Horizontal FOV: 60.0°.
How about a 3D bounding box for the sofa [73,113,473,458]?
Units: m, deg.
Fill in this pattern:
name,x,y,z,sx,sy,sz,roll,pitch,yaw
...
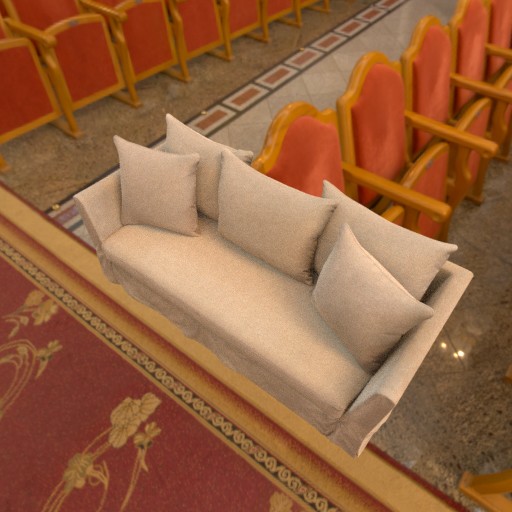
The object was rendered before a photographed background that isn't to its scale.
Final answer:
name,x,y,z,sx,sy,sz,roll,pitch,yaw
sofa,0.000,0.000,2.806,2.290,1.034,1.031,30,53,25
